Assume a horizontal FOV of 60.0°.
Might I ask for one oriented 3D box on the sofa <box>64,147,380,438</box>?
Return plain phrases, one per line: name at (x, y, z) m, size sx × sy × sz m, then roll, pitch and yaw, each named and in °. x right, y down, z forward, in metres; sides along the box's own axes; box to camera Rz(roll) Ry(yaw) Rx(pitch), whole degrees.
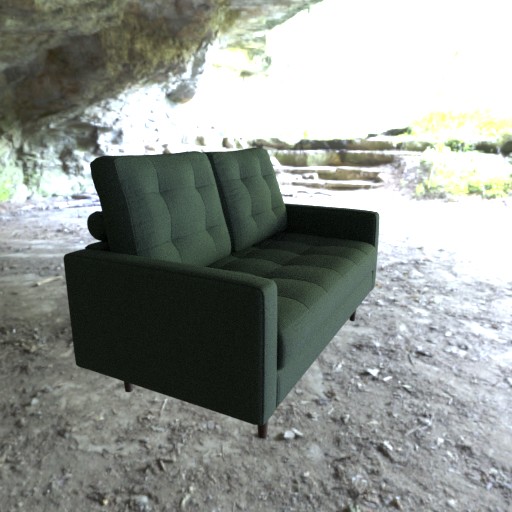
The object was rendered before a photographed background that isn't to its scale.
sofa at (0.000, 0.000, 1.976) m, size 0.842 × 0.907 × 1.407 m, roll 8°, pitch 17°, yaw 27°
